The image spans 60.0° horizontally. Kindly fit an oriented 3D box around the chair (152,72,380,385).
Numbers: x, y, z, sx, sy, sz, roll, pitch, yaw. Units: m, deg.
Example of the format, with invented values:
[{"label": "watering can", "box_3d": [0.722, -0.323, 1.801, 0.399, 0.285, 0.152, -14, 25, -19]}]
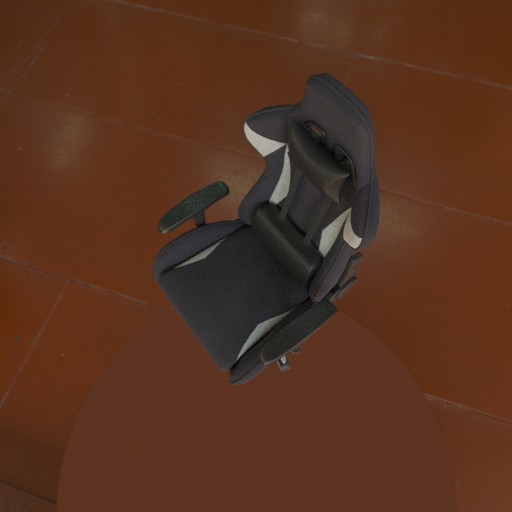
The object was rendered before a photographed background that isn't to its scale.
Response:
[{"label": "chair", "box_3d": [0.000, 0.000, 1.687, 0.695, 1.300, 0.730, -35, 69, -16]}]
